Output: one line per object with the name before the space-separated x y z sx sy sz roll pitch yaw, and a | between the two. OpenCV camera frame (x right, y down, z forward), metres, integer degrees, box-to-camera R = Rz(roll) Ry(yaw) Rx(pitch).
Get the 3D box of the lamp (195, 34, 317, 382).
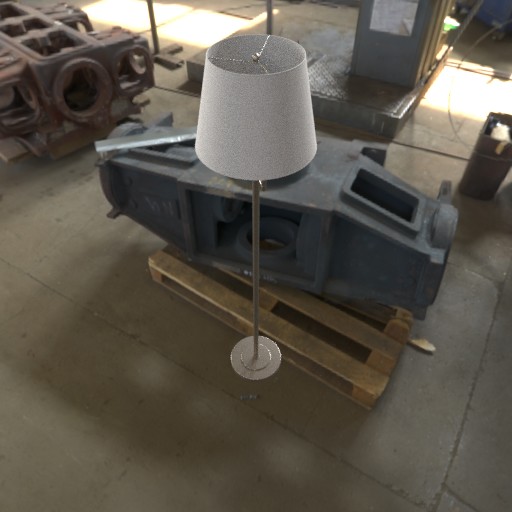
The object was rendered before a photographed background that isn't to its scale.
lamp | 0.000 0.000 1.645 0.355 1.473 0.355 0 46 0
